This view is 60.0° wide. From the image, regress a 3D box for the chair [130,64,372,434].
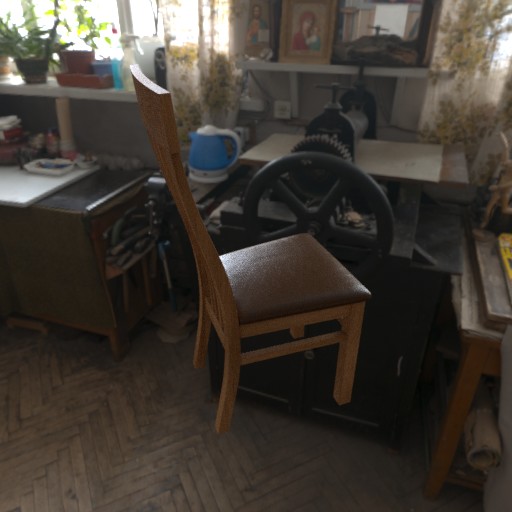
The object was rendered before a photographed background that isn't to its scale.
[{"bbox_3d":[0.000,0.000,1.349,0.580,1.050,0.450,-11,32,-18],"label":"chair"}]
